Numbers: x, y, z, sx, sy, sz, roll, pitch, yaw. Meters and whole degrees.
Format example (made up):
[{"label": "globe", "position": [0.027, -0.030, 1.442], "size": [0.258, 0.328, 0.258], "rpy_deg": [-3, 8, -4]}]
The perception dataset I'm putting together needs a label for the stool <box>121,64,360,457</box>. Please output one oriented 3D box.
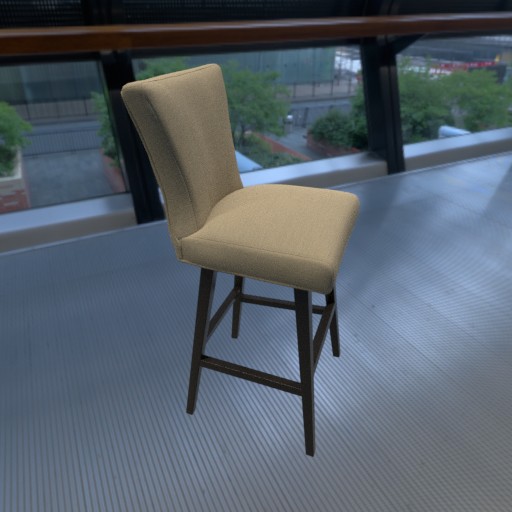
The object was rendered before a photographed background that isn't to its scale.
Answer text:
[{"label": "stool", "position": [0.000, 0.000, 1.425], "size": [0.574, 1.086, 0.514], "rpy_deg": [9, 30, 16]}]
